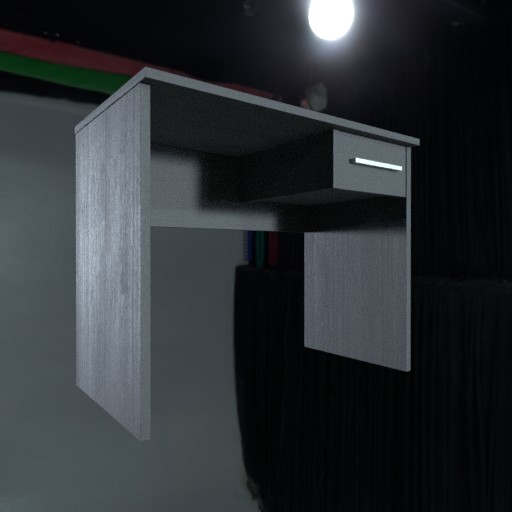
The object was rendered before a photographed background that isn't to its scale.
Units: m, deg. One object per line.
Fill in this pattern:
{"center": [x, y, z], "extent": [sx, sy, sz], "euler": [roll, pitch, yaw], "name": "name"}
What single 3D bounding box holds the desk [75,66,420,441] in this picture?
{"center": [0.000, 0.000, 1.309], "extent": [0.893, 0.724, 0.498], "euler": [0, 0, -37], "name": "desk"}
